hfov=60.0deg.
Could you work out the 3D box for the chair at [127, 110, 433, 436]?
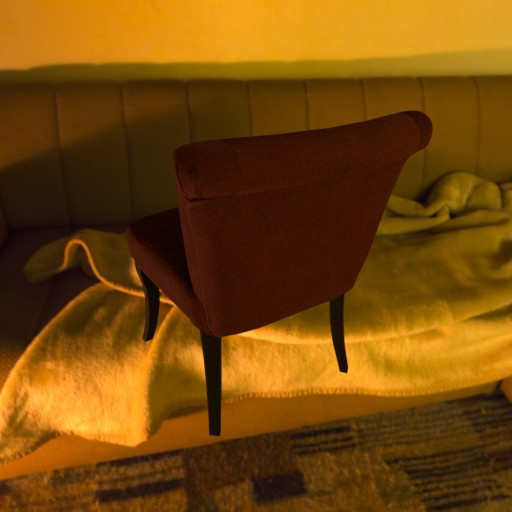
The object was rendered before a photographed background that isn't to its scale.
[{"bbox_3d":[0.000,0.000,1.153,0.582,0.750,0.605,-17,33,-28],"label":"chair"}]
